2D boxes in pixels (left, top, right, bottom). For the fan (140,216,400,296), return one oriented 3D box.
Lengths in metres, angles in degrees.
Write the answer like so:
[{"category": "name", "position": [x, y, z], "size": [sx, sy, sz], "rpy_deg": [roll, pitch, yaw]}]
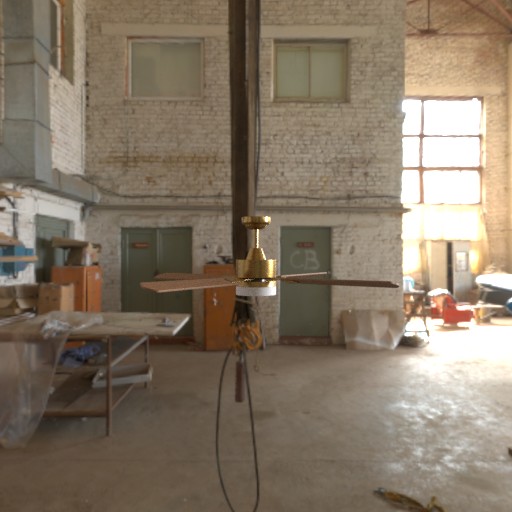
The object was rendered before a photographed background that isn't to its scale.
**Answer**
[{"category": "fan", "position": [0.000, 0.000, 2.048], "size": [1.320, 0.355, 1.320], "rpy_deg": [0, 0, 35]}]
